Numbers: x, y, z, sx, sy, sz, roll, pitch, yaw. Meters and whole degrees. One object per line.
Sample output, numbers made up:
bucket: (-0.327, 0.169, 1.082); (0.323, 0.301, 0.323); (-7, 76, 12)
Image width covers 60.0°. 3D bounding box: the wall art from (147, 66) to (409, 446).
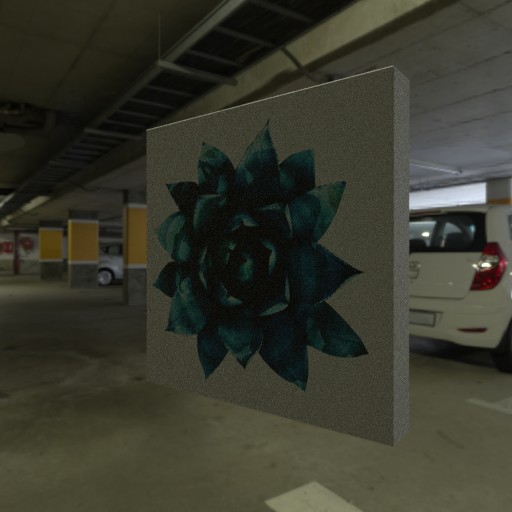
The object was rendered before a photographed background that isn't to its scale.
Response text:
wall art: (0.000, 0.000, 0.461); (0.305, 0.305, 0.038); (0, 0, 37)
